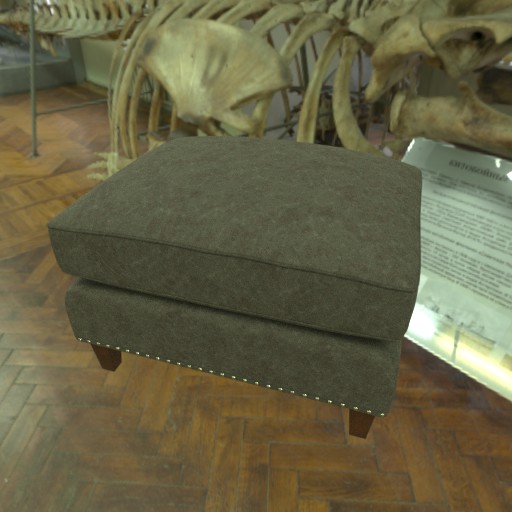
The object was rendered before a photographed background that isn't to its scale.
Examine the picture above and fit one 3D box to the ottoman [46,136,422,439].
[{"bbox_3d":[0.000,0.000,1.127,0.741,0.513,0.584,10,34,15],"label":"ottoman"}]
